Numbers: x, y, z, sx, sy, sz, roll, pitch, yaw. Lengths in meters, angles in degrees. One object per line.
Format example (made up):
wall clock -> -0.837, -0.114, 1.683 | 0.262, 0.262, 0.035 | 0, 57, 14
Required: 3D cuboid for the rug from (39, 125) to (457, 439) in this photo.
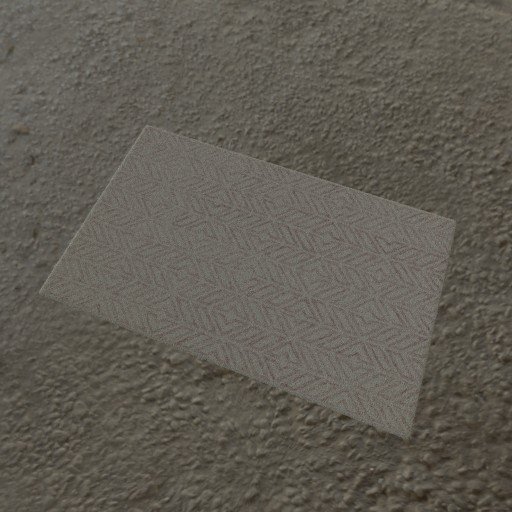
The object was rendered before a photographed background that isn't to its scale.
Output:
rug -> 0.000, 0.000, 2.988 | 2.438, 0.008, 1.523 | 19, 66, 9
